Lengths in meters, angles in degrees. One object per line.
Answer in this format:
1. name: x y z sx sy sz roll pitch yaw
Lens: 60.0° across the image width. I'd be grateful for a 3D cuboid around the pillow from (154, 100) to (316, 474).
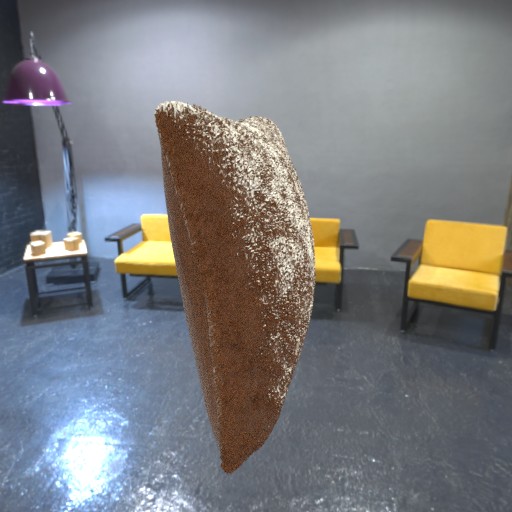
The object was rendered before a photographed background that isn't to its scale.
1. pillow: 0.000 0.000 0.813 0.218 0.515 0.529 3 16 11
